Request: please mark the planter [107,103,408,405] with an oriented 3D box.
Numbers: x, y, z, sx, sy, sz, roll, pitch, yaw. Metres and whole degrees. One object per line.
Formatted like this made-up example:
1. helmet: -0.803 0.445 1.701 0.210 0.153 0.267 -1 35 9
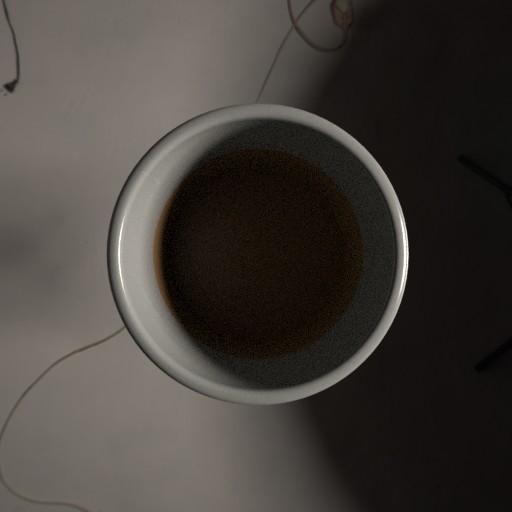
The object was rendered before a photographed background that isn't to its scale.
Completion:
1. planter: 0.000 0.000 0.651 0.310 0.432 0.310 0 90 1
